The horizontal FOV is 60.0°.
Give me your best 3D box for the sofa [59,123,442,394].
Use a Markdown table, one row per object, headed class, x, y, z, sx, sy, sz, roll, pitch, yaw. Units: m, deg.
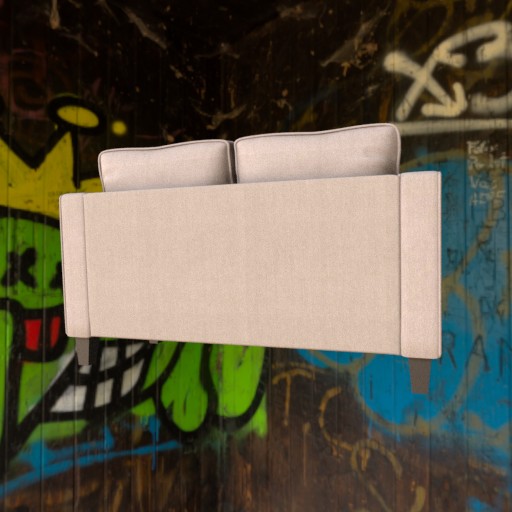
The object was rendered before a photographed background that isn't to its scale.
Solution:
| class | x | y | z | sx | sy | sz | roll | pitch | yaw |
| --- | --- | --- | --- | --- | --- | --- | --- | --- | --- |
| sofa | 0.000 | 0.000 | 2.007 | 1.500 | 0.948 | 0.791 | 0 | -1 | 18 |
